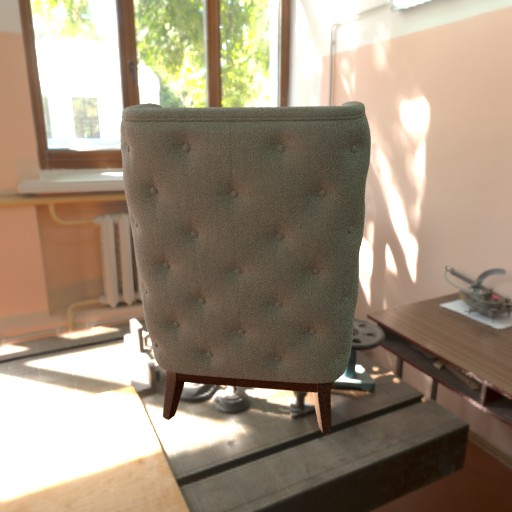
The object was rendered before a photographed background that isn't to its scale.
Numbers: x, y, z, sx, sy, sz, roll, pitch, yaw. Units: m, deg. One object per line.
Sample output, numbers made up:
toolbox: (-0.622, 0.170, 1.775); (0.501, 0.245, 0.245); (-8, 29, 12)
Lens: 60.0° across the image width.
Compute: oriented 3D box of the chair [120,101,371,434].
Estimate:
chair: (0.000, 0.000, 1.675); (0.778, 1.079, 0.899); (2, 15, 8)
